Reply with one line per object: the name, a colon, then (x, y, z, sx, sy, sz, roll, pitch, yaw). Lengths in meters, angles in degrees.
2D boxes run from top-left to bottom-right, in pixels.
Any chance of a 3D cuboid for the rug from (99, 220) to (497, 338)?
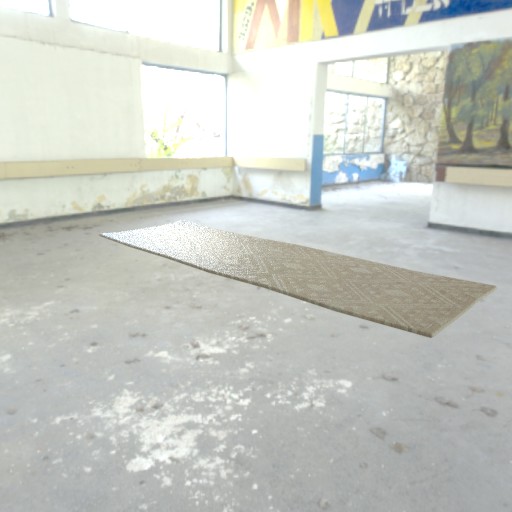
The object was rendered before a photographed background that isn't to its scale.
rug: (0.000, 0.000, 2.659, 2.452, 0.051, 0.752, 14, 20, 42)
